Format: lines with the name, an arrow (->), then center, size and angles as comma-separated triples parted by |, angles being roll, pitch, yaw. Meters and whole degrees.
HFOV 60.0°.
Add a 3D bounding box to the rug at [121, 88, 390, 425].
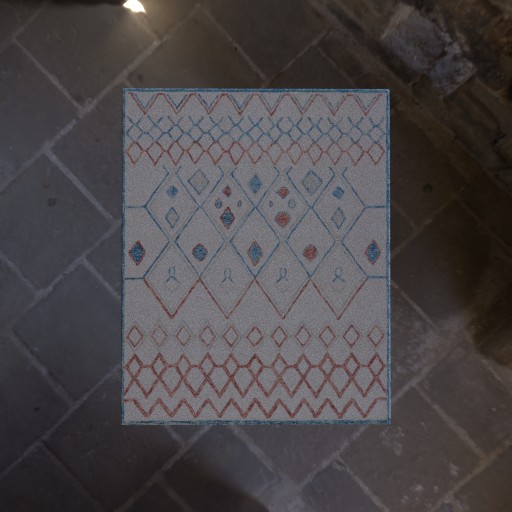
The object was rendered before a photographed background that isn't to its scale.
rug -> 0.000, 0.000, 4.031 | 2.441, 0.016, 3.050 | 0, 89, 0
